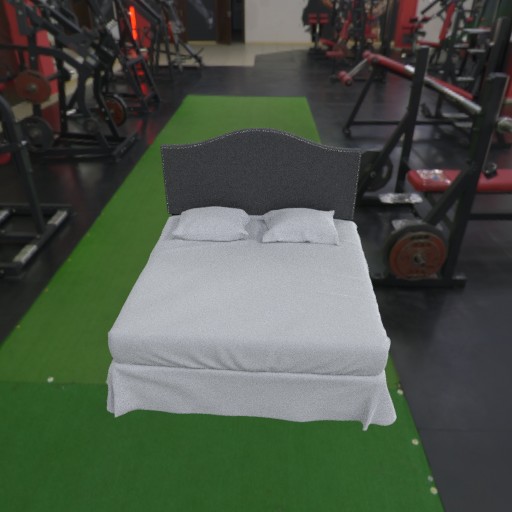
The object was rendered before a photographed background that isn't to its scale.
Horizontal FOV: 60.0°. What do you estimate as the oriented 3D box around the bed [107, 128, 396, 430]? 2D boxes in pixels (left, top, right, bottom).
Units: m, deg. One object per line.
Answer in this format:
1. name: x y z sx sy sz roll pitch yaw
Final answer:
1. bed: 0.000 0.000 3.823 2.314 1.651 2.219 2 32 3
